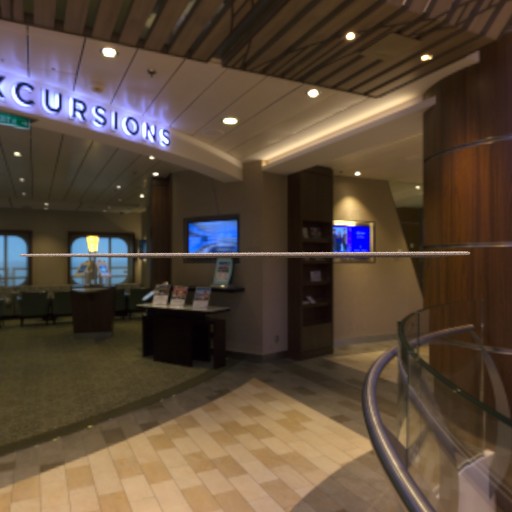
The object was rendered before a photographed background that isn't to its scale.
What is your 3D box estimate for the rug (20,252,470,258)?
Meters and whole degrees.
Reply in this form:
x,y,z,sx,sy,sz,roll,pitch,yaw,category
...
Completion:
x,y,z,sx,sy,sz,roll,pitch,yaw,category
0.000,0.000,2.280,1.829,0.010,1.219,0,-1,17,rug
